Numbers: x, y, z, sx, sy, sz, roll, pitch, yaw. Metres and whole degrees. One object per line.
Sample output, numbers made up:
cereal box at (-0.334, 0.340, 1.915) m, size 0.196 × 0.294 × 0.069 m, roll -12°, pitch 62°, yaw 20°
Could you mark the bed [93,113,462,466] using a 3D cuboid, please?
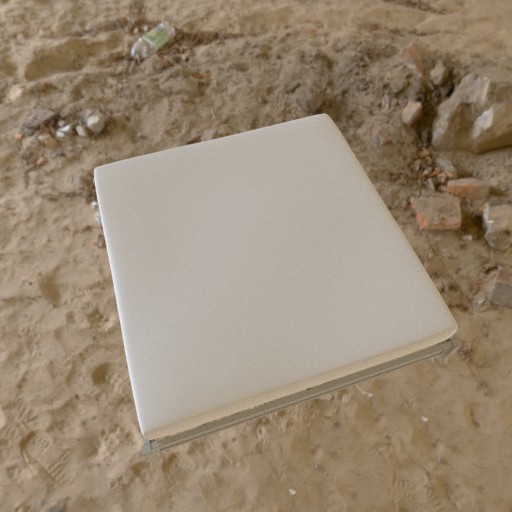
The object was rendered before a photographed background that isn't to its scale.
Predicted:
bed at (0.000, 0.000, 3.112) m, size 2.007 × 0.510 × 2.108 m, roll -16°, pitch 59°, yaw -10°
